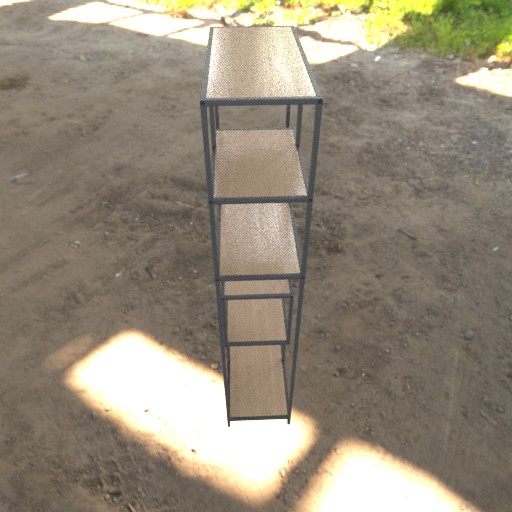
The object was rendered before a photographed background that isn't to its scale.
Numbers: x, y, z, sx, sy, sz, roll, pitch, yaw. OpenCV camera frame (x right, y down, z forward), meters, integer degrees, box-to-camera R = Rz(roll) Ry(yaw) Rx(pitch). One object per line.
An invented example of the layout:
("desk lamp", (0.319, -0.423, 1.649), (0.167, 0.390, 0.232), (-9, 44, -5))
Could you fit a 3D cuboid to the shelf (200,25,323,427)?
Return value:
("shelf", (0.000, 0.000, 2.150), (0.350, 1.850, 0.770), (-2, 41, -2))
